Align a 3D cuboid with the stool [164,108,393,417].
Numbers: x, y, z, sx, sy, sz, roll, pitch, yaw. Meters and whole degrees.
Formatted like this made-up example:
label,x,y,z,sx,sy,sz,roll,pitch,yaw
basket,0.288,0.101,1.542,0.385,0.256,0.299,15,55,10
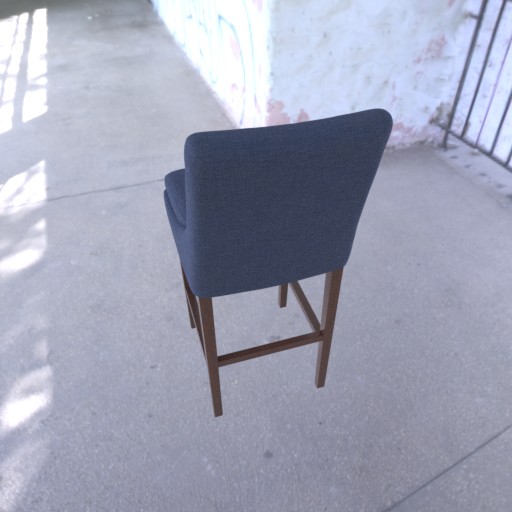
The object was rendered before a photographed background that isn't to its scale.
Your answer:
label,x,y,z,sx,sy,sz,roll,pitch,yaw
stool,0.000,0.000,1.362,0.470,1.078,0.577,-12,43,-13
